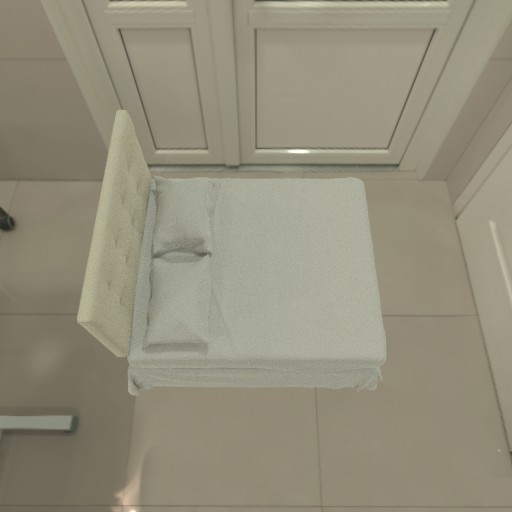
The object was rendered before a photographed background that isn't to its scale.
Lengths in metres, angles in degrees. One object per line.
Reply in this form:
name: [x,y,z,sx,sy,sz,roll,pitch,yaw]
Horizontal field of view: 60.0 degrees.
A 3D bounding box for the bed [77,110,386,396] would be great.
bed: [0.000,0.000,3.578,2.222,1.577,1.936,0,63,0]
